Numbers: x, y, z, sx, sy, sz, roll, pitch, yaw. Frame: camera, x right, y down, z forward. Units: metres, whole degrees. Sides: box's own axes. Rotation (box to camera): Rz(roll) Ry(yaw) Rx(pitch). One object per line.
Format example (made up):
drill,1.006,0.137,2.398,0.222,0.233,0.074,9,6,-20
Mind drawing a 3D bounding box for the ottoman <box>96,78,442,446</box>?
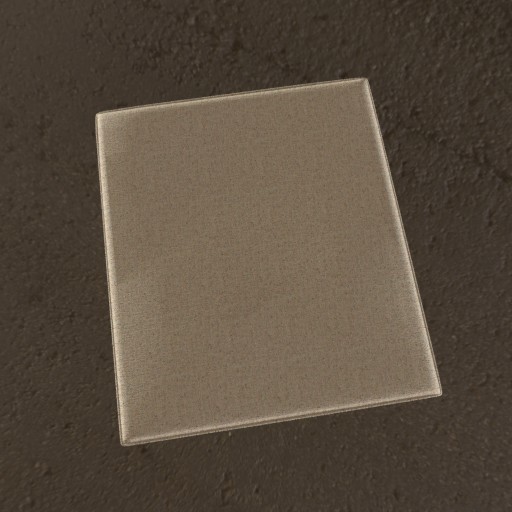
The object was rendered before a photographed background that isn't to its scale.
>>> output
ottoman,0.000,0.000,1.221,0.736,0.303,0.835,-8,77,-2
